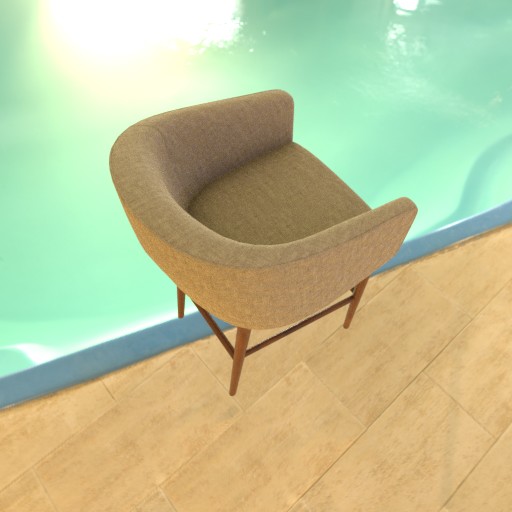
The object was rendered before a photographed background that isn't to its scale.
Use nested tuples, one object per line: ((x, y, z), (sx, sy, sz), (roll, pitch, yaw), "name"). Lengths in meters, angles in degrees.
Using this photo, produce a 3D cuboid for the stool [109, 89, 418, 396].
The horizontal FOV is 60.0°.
((0.000, 0.000, 1.368), (0.635, 0.952, 0.559), (-31, 62, -18), "stool")
